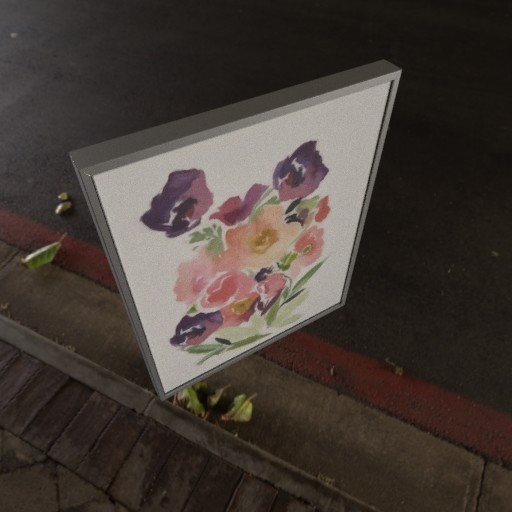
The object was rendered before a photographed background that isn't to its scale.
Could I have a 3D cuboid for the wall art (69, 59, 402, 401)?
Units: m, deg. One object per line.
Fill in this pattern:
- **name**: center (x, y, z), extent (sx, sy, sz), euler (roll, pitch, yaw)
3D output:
- **wall art**: center (0.000, 0.000, 0.751), extent (0.452, 0.549, 0.038), euler (-24, 52, -20)
